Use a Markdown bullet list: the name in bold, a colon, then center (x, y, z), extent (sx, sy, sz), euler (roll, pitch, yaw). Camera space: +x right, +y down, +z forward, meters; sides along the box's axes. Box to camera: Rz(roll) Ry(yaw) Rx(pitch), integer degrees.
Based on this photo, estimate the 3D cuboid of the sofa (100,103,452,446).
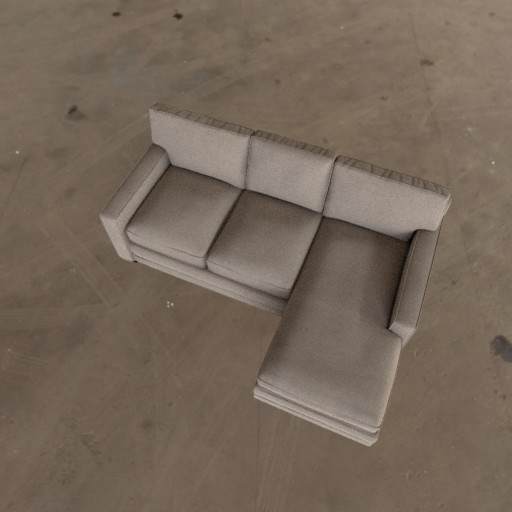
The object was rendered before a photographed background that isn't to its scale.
- **sofa**: center (0.000, 0.000, 2.858), extent (2.087, 0.861, 1.496), euler (20, 60, 12)
